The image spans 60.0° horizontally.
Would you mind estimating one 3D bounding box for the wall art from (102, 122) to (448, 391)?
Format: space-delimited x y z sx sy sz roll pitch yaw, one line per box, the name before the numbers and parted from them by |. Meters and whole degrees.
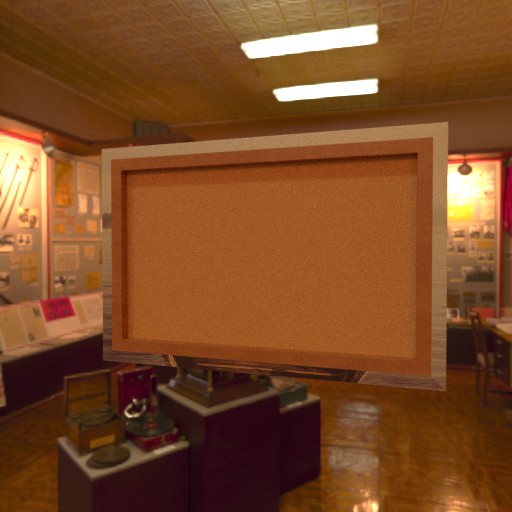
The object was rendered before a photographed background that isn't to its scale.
wall art | 0.000 0.000 1.155 0.916 0.609 0.037 0 1 17
